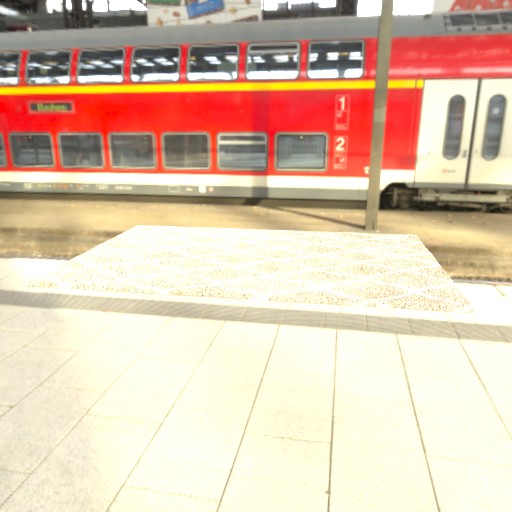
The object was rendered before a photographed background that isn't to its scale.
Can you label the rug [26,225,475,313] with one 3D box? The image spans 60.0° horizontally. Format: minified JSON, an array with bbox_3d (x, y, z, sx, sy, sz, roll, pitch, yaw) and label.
[{"bbox_3d":[0.000,0.000,3.492,2.743,0.030,1.778,3,16,9],"label":"rug"}]
